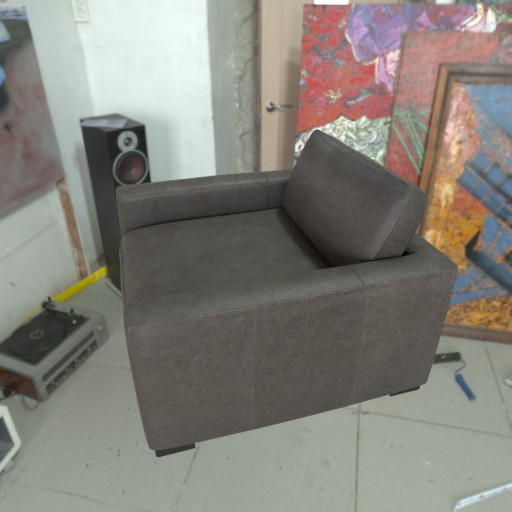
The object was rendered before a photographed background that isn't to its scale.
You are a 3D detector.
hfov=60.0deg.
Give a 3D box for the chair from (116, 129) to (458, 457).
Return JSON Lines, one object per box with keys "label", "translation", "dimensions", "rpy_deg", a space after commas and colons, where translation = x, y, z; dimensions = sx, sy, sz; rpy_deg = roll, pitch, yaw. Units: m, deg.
{"label": "chair", "translation": [0.000, 0.000, 1.813], "dimensions": [1.080, 0.807, 1.106], "rpy_deg": [-9, 32, -14]}
